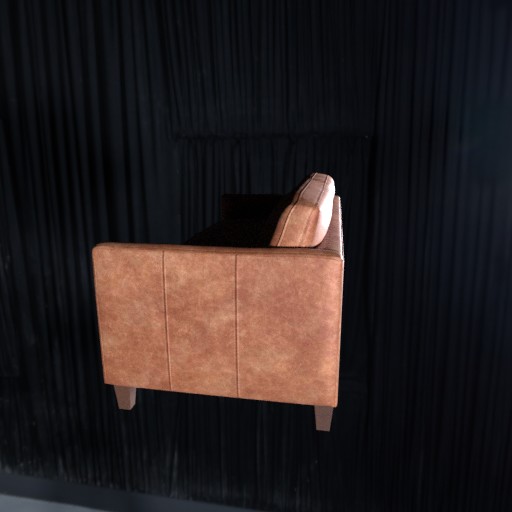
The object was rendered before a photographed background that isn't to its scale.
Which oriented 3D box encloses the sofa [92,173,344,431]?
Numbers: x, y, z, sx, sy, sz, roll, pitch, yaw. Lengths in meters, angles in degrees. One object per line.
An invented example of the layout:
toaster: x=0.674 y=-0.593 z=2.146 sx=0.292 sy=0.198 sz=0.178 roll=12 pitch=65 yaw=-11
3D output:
sofa: x=0.000 y=0.000 z=2.487 sx=0.923 sy=0.863 sz=1.971 roll=2 pitch=14 yaw=10
